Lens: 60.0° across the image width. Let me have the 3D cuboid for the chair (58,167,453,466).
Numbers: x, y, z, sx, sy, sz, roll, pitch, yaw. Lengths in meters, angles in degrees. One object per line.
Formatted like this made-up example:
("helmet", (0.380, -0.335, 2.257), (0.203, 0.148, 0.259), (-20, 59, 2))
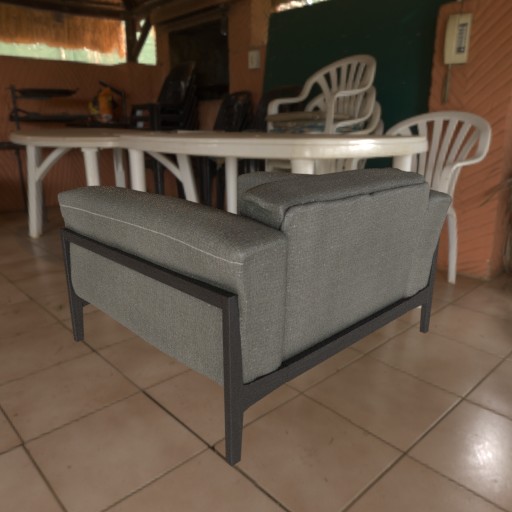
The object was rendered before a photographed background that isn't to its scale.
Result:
("chair", (0.000, 0.000, 1.618), (1.056, 0.646, 0.969), (-16, 23, -42))
